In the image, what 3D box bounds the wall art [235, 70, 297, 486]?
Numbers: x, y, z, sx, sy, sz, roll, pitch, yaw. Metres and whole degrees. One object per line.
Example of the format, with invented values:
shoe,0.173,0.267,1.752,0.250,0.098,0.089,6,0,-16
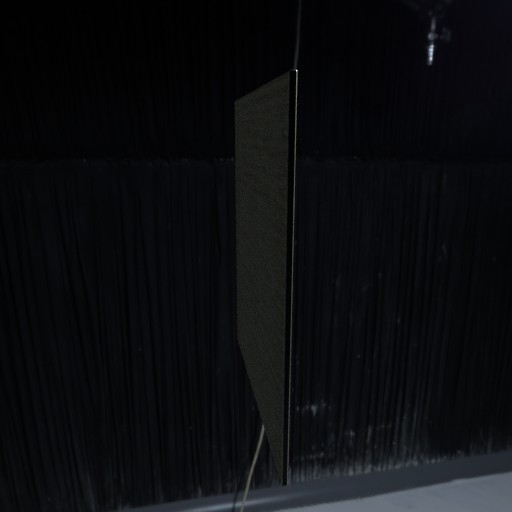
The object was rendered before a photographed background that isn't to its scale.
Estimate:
wall art,0.000,0.000,0.795,0.009,0.559,0.483,-3,16,-10
